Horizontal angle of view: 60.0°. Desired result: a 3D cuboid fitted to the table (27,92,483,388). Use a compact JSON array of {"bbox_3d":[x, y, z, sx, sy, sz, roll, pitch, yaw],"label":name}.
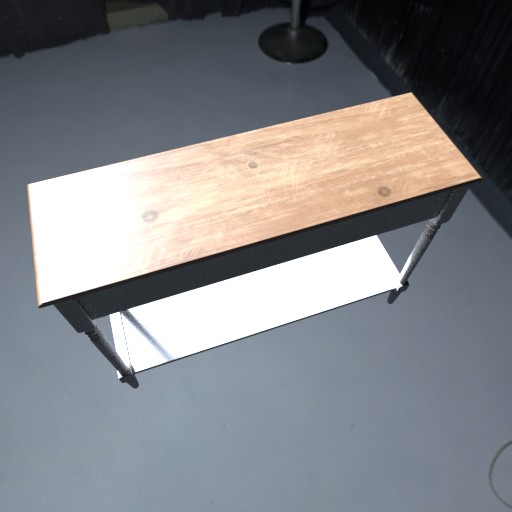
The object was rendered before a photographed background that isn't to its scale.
[{"bbox_3d":[0.000,0.000,1.575,1.219,0.800,0.399,-16,59,-10],"label":"table"}]
